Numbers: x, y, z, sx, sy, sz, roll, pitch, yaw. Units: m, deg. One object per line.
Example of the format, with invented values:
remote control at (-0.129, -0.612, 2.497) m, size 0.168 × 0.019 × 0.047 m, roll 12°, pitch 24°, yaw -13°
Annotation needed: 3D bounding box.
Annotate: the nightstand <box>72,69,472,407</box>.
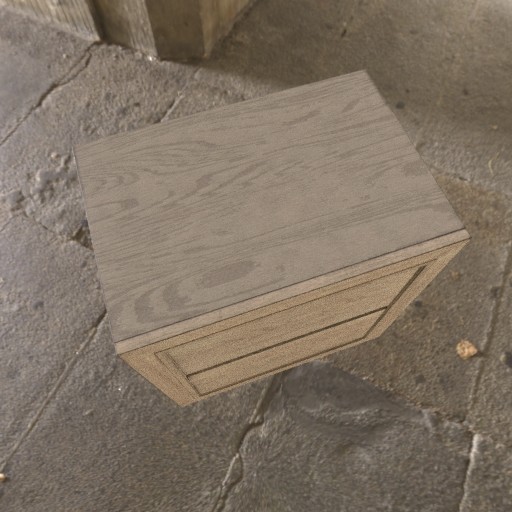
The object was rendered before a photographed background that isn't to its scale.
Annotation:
nightstand at (0.000, 0.000, 1.109) m, size 0.612 × 0.673 × 0.483 m, roll -17°, pitch 66°, yaw -8°
